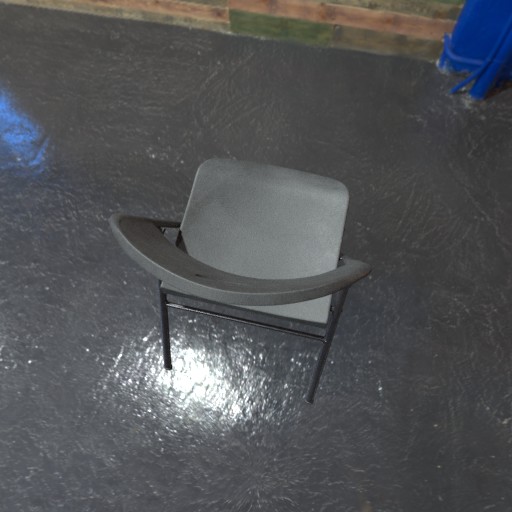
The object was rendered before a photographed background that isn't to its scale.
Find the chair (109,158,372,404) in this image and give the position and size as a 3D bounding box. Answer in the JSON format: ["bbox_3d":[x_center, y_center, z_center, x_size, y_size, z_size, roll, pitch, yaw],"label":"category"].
[{"bbox_3d":[0.000,0.000,1.168,0.494,0.810,0.566,12,64,6],"label":"chair"}]
